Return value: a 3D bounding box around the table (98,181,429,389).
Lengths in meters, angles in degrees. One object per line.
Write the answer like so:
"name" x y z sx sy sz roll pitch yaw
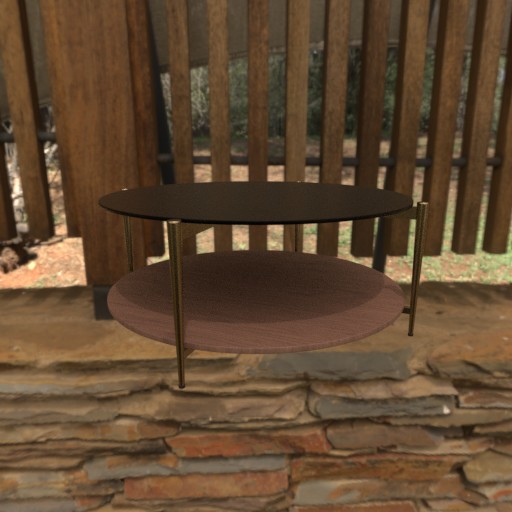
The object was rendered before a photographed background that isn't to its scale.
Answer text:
"table" 0.000 0.000 1.445 0.938 0.400 0.938 -2 15 -9
